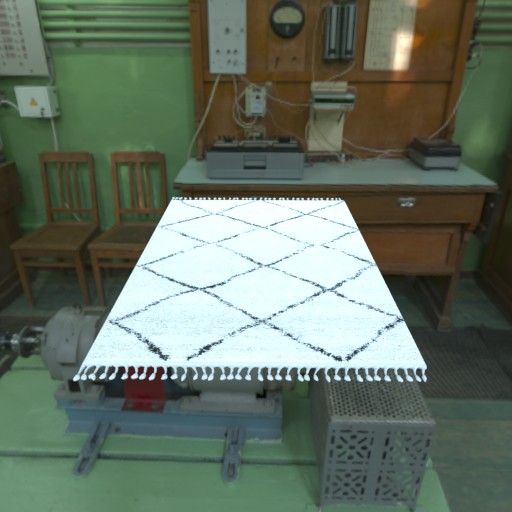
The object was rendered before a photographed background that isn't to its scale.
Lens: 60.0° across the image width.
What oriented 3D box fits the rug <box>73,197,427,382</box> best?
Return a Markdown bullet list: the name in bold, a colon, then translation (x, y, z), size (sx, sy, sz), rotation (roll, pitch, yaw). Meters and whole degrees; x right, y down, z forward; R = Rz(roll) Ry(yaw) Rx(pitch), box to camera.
- **rug**: translation (0.000, 0.000, 2.858), size (1.494, 0.031, 2.307), rotation (0, 27, 1)
